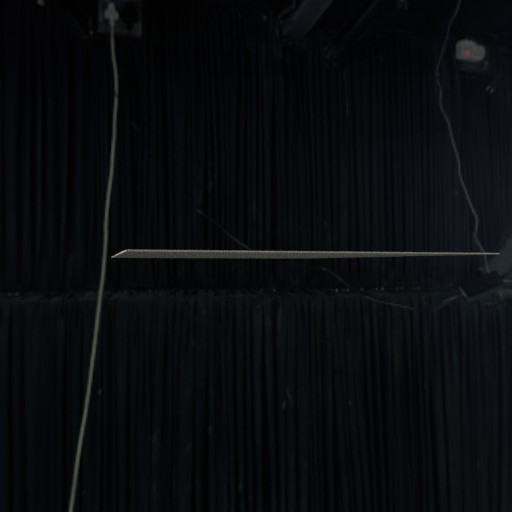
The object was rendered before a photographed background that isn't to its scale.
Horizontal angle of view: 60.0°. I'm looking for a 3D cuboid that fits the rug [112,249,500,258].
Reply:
[{"bbox_3d":[0.000,0.000,4.042,2.444,0.012,3.048,0,-1,-19],"label":"rug"}]
